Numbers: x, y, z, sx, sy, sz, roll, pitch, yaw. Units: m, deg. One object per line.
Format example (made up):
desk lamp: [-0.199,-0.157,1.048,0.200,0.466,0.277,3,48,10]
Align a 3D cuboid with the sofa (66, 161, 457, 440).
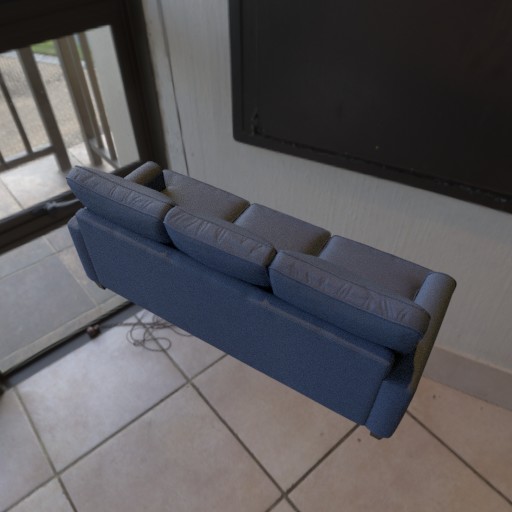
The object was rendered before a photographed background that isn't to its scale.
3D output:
sofa: [0.000,0.000,2.633,2.158,0.965,0.951,23,50,21]
